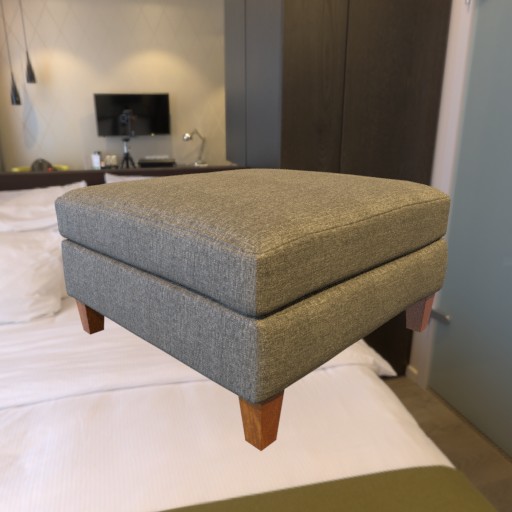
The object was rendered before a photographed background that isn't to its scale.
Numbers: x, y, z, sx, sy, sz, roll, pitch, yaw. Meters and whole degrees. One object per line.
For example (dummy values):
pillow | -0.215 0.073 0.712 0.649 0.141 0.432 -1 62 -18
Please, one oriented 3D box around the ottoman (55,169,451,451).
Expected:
ottoman | 0.000 0.000 1.320 0.838 0.481 0.838 16 23 42
